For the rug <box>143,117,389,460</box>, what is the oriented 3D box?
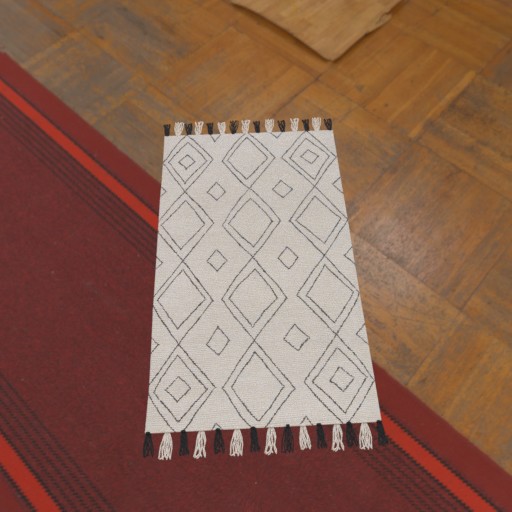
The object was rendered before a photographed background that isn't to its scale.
[{"bbox_3d":[0.000,0.000,3.352,1.524,0.021,2.755,-2,63,-1],"label":"rug"}]
